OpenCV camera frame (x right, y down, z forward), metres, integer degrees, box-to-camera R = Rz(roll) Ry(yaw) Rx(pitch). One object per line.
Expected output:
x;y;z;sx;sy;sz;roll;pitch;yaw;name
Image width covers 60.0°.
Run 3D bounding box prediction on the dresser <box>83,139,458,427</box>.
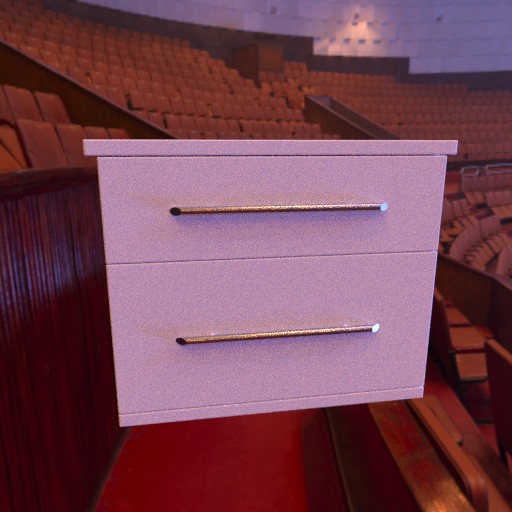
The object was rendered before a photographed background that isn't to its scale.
0.000;0.000;0.720;0.430;0.360;0.400;-2;14;-9;dresser
